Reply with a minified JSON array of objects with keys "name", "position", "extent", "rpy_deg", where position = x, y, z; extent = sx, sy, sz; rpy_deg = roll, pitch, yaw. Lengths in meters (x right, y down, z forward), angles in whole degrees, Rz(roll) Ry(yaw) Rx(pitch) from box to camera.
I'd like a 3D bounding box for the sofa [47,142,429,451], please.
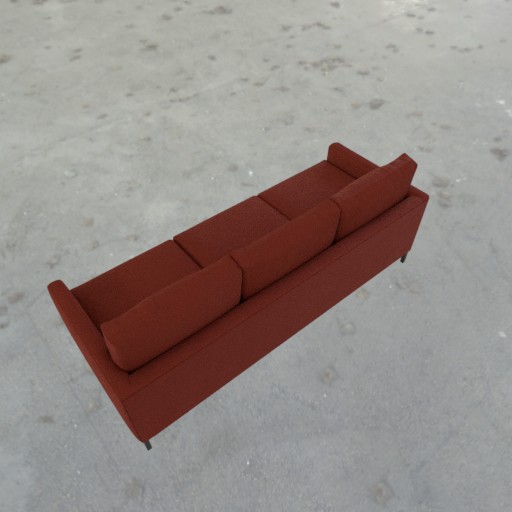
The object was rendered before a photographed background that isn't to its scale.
[{"name":"sofa","position":[0.000,0.000,2.749],"extent":[2.252,0.879,0.875],"rpy_deg":[-31,53,-26]}]
